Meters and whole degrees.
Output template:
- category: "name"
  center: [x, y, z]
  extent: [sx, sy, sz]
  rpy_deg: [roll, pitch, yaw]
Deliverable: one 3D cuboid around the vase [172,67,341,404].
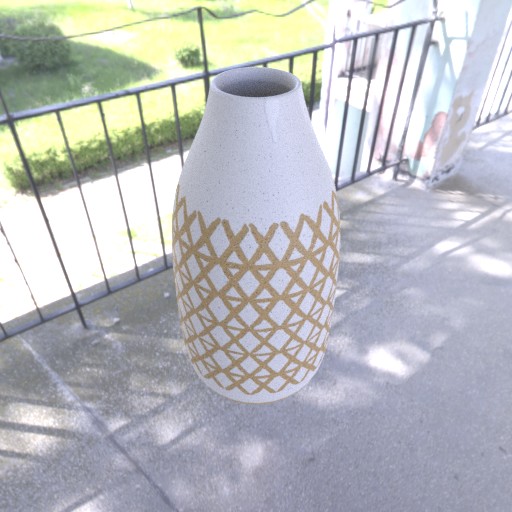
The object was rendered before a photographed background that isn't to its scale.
- category: "vase"
  center: [0.000, 0.000, 0.490]
  extent: [0.186, 0.380, 0.186]
  rpy_deg: [0, 41, 0]
